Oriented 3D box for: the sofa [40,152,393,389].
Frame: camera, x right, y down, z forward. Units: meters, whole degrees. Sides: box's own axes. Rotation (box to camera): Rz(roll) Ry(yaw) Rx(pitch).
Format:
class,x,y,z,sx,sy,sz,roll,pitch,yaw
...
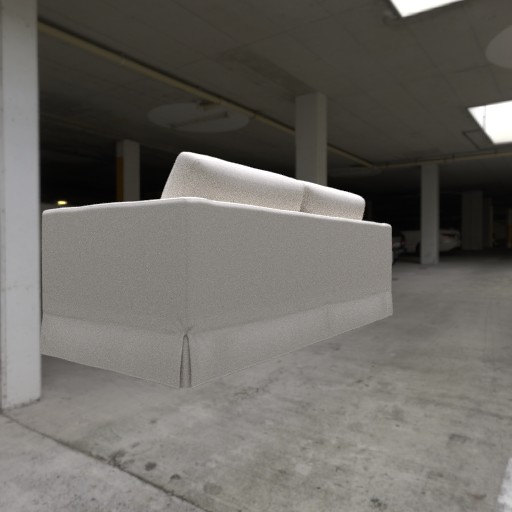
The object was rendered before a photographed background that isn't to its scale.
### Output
class,x,y,z,sx,sy,sz,roll,pitch,yaw
sofa,0.000,0.000,2.649,0.954,0.881,2.163,1,1,35
